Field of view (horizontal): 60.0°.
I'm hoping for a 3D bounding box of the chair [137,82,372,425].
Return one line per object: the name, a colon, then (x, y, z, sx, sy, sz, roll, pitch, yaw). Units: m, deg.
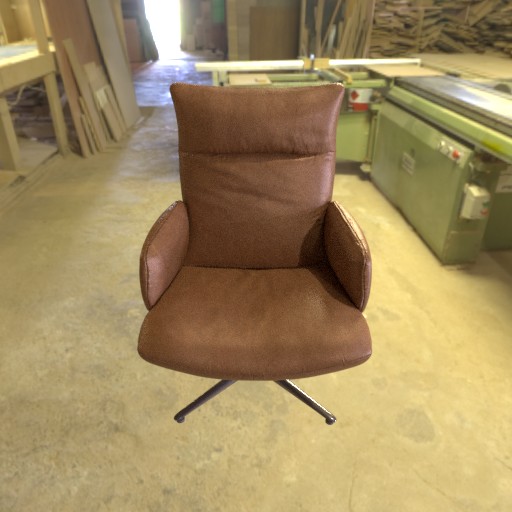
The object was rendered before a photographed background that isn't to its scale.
chair: (0.000, 0.000, 1.518, 0.711, 1.027, 0.794, 0, 29, 1)
